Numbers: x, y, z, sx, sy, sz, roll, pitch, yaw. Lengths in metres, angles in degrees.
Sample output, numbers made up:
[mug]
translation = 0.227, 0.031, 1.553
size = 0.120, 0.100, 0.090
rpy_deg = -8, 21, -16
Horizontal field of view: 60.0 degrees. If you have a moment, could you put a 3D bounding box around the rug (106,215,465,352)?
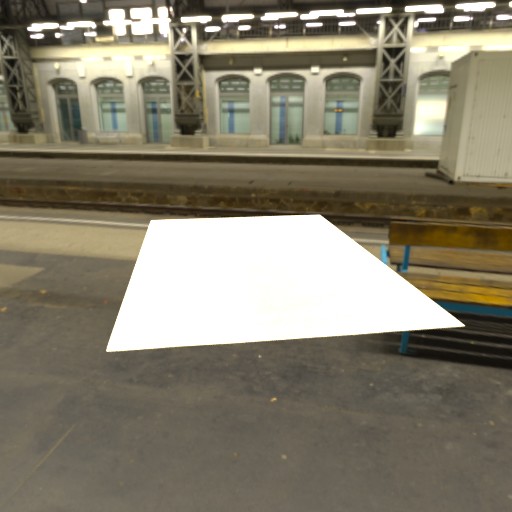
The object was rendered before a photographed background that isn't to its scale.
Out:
[rug]
translation = 0.000, 0.000, 2.356
size = 1.234, 0.006, 1.850
rpy_deg = -3, 18, -8
